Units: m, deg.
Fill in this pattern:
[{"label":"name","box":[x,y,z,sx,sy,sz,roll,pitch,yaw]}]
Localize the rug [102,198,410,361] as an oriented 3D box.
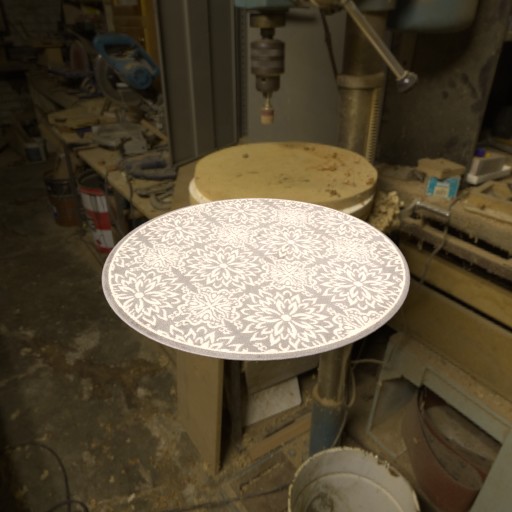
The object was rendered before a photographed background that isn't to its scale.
[{"label":"rug","box":[0.000,0.000,2.391,1.593,0.012,1.593,0,30,0]}]
